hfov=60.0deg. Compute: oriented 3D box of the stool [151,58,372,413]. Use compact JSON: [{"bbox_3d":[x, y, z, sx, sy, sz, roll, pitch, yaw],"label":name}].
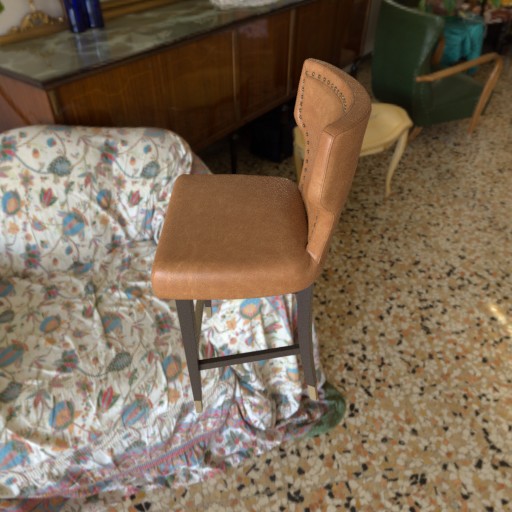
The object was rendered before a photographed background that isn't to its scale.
[{"bbox_3d":[0.000,0.000,1.447,0.563,1.092,0.526,0,40,0],"label":"stool"}]
